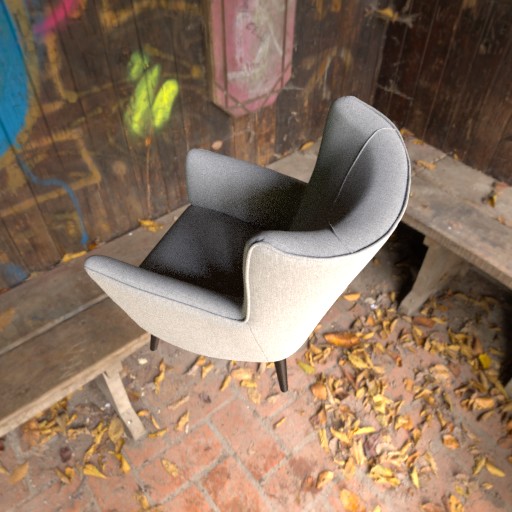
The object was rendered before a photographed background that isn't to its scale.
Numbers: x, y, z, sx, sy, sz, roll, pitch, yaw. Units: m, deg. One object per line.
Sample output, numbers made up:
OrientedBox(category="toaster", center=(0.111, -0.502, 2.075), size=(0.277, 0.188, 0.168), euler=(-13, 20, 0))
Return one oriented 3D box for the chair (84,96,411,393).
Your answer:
OrientedBox(category="chair", center=(0.000, 0.000, 1.589), size=(0.888, 0.933, 0.781), euler=(16, 48, 15))
